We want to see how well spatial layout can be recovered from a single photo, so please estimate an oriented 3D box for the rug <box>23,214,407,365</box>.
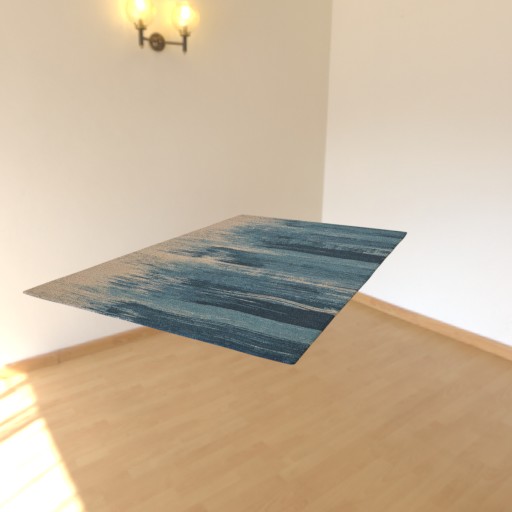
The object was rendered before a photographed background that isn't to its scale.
[{"bbox_3d":[0.000,0.000,2.327,1.232,0.009,1.836,9,19,27],"label":"rug"}]
